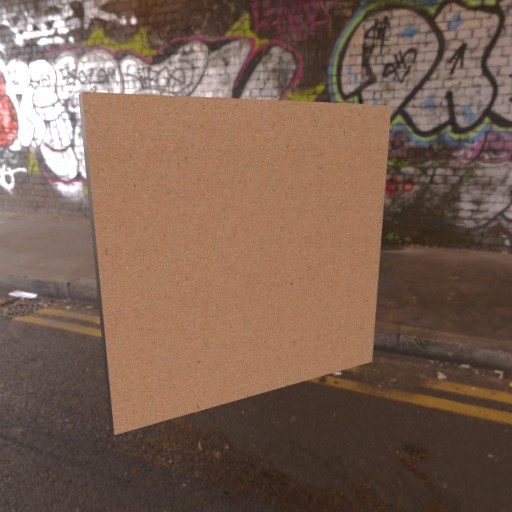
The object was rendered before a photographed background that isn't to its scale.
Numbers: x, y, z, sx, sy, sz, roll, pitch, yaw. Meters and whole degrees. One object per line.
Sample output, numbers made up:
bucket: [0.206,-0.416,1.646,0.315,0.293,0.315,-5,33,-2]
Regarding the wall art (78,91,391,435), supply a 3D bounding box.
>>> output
wall art: [0.000,0.000,0.480,0.327,0.318,0.029,-7,16,-26]
